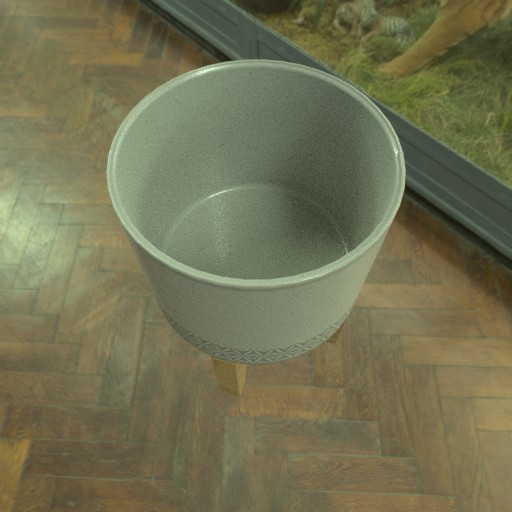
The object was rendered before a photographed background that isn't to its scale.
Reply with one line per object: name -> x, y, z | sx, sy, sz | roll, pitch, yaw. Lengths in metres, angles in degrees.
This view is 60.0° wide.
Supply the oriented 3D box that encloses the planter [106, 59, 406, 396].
planter -> 0.000, 0.000, 0.271 | 0.130, 0.178, 0.130 | 0, 60, 0
